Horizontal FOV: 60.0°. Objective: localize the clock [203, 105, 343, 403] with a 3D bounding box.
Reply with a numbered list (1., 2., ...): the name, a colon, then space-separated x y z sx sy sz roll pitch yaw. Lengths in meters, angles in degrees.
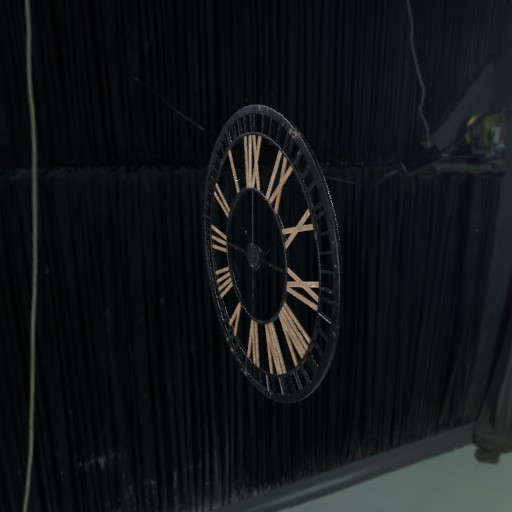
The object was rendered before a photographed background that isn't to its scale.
1. clock: 0.000 0.000 1.305 0.025 0.843 0.843 -7 17 -25
